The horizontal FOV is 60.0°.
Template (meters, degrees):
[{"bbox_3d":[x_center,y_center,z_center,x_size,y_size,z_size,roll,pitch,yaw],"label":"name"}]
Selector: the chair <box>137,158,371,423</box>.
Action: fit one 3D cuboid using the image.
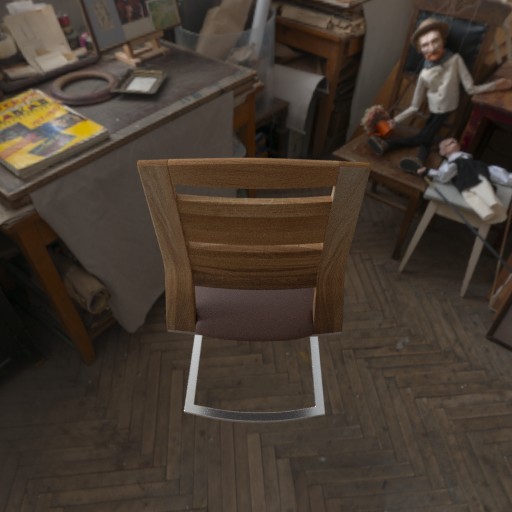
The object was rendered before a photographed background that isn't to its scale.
[{"bbox_3d":[0.000,0.000,1.278,0.460,0.970,0.570,1,46,1],"label":"chair"}]
